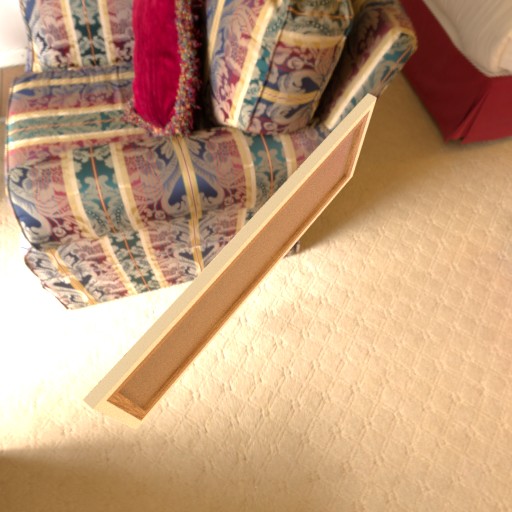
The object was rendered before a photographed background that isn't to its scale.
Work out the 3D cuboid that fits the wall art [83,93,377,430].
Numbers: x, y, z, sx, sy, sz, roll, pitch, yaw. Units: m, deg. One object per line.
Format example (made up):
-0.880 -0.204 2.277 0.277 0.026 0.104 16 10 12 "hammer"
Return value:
0.000 0.000 1.735 0.044 0.507 1.520 35 68 17 "wall art"
